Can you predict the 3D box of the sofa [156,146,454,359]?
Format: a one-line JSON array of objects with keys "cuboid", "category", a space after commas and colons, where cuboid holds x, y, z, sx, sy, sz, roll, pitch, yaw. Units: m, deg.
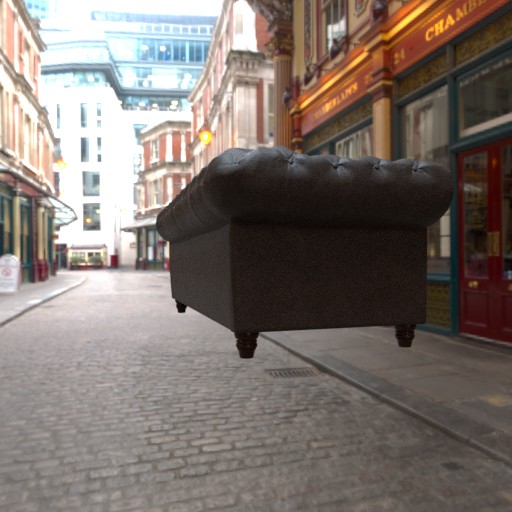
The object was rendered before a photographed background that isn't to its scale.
[{"cuboid": [0.000, 0.000, 2.488, 0.944, 0.779, 2.048, 0, -1, -18], "category": "sofa"}]
